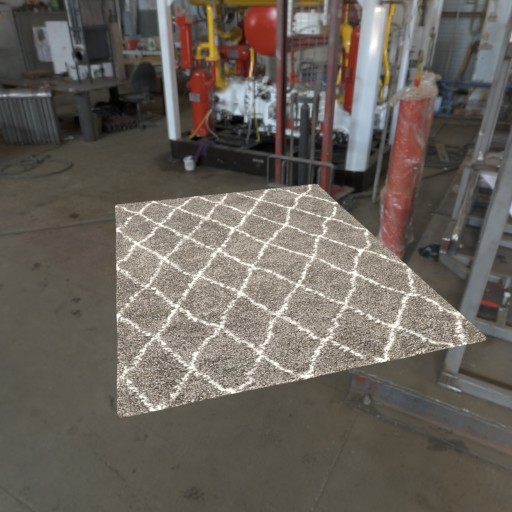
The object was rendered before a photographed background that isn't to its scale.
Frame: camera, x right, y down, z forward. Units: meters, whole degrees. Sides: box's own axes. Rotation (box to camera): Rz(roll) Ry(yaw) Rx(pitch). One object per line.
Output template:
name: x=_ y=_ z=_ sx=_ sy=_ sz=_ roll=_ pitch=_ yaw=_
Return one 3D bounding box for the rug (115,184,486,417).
rug: x=0.000 y=0.000 z=4.006 sx=2.438 sy=0.029 sz=3.047 roll=-8 pitch=31 yaw=-13
